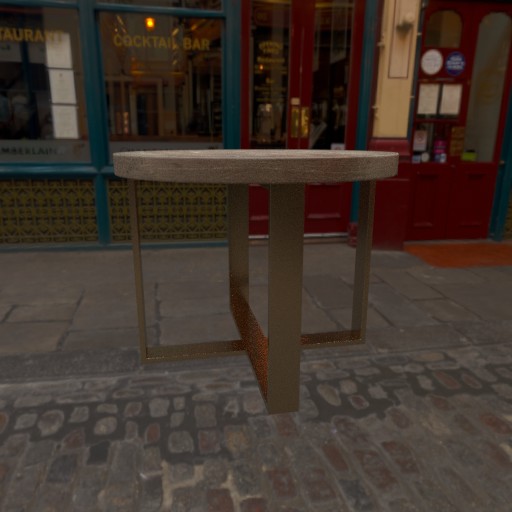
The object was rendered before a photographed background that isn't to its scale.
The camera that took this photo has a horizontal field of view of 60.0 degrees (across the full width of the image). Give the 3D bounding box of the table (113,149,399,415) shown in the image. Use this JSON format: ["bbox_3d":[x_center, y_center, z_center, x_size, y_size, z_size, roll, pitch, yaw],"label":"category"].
[{"bbox_3d":[0.000,0.000,0.960,0.557,0.437,0.557,0,15,0],"label":"table"}]
